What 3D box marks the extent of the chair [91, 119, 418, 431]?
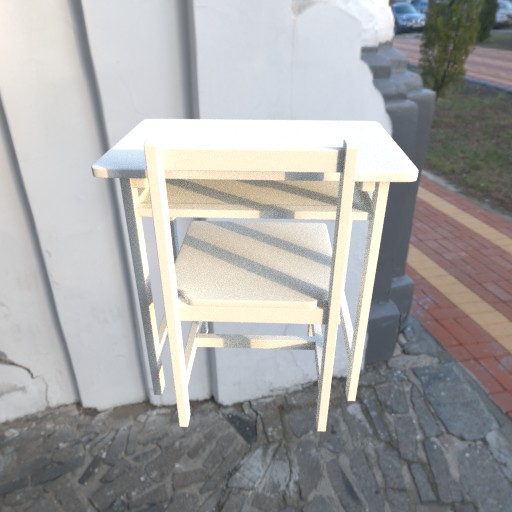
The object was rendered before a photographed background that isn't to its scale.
[{"bbox_3d":[0.000,0.000,1.069,0.599,0.673,0.461,1,30,2],"label":"chair"}]
